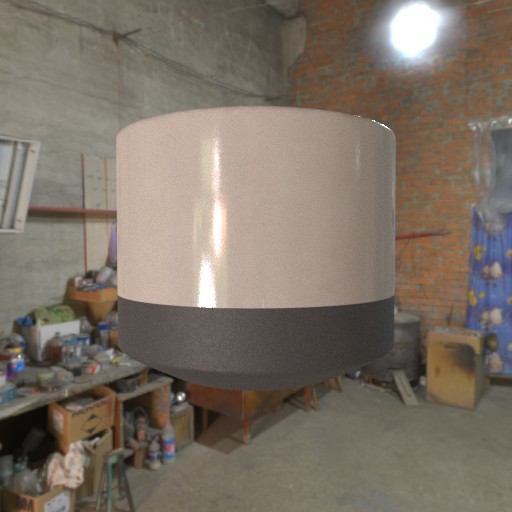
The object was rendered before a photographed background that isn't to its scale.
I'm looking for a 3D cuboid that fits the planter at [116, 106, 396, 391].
[{"bbox_3d":[0.000,0.000,0.215,0.128,0.105,0.128,0,1,0],"label":"planter"}]
